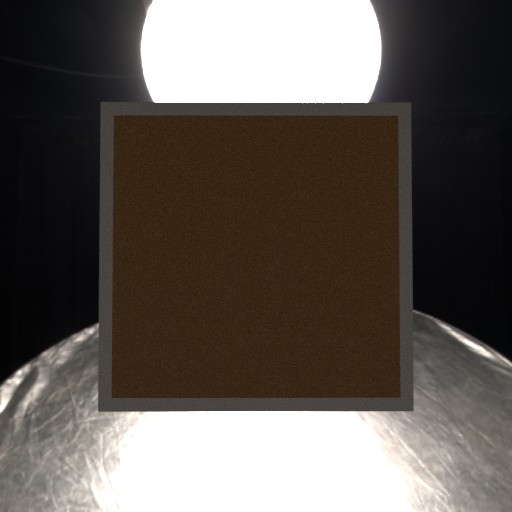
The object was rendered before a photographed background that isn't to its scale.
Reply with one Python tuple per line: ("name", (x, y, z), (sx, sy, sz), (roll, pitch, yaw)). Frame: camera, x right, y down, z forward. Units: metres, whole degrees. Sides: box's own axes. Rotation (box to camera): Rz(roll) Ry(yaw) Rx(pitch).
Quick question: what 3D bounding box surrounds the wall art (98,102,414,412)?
("wall art", (0.000, 0.000, 0.451), (0.305, 0.302, 0.038), (0, -1, 0))
